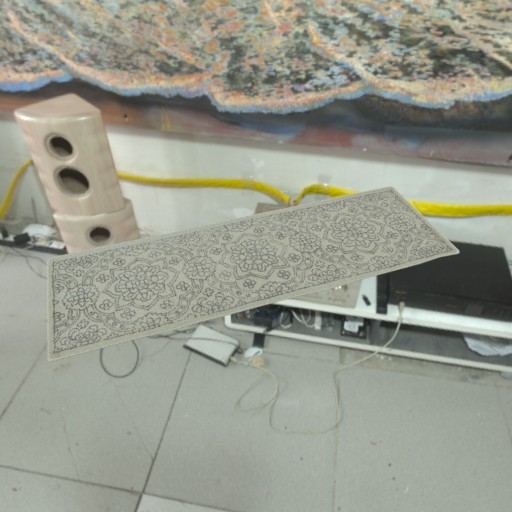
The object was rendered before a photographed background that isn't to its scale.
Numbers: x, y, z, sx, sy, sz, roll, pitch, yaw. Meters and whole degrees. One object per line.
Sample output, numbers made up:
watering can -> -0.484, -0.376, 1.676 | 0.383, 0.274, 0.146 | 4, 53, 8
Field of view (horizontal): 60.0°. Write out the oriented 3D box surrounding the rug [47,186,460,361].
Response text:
rug -> 0.000, 0.000, 2.737 | 2.431, 0.006, 0.806 | -13, 44, -14
